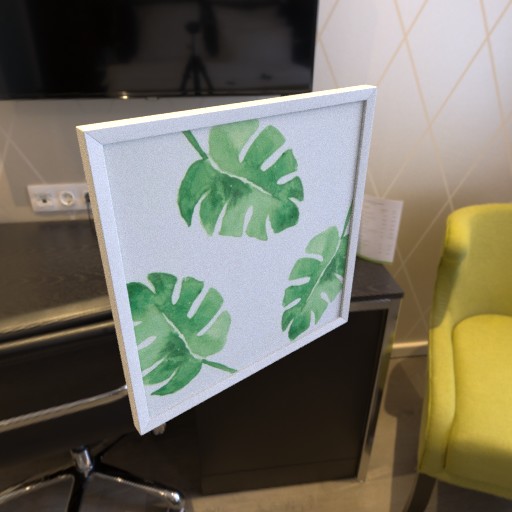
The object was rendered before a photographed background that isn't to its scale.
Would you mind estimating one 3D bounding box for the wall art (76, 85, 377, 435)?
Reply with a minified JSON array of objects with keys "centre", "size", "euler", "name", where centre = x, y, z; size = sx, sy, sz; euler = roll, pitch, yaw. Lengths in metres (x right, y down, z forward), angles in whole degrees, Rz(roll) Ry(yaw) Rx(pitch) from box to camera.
[{"centre":[0.000,0.000,1.146],"size":[0.762,0.762,0.040],"euler":[-21,35,-32],"name":"wall art"}]
